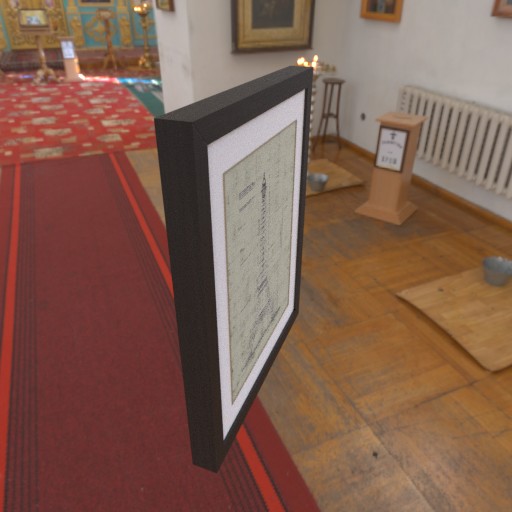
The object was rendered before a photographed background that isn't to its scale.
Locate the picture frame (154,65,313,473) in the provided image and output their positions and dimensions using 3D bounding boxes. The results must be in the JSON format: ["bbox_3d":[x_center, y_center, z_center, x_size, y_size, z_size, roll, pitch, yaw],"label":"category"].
[{"bbox_3d":[0.000,0.000,0.763,0.044,0.555,0.452,11,32,19],"label":"picture frame"}]
